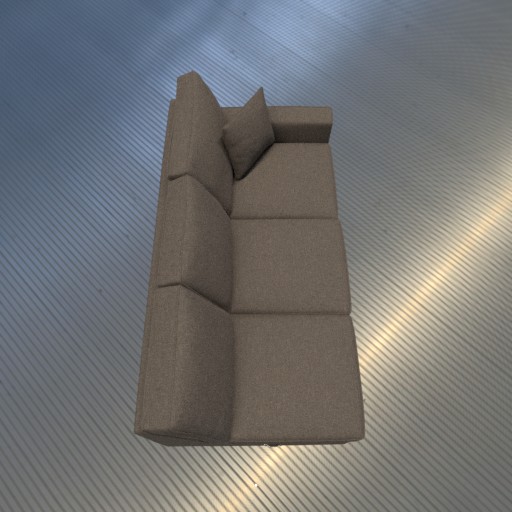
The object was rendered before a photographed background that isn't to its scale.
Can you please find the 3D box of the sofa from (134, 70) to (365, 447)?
[{"bbox_3d":[0.000,0.000,2.504,1.034,0.946,1.963,-1,63,0],"label":"sofa"}]
